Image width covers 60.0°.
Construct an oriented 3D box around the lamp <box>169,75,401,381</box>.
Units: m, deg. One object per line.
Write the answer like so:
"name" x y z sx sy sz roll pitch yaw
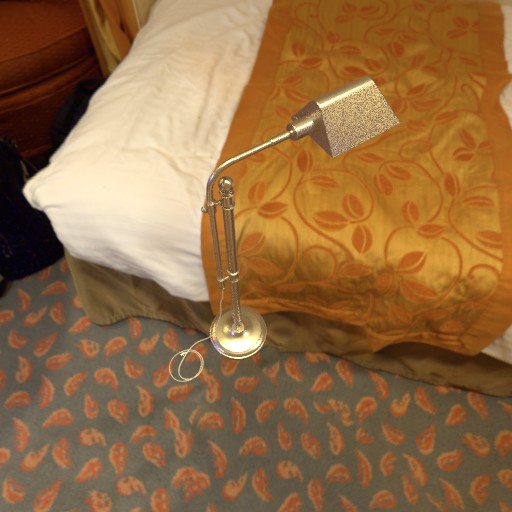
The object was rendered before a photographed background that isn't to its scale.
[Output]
"lamp" 0.000 0.000 0.970 0.546 0.708 0.159 -29 62 -17
